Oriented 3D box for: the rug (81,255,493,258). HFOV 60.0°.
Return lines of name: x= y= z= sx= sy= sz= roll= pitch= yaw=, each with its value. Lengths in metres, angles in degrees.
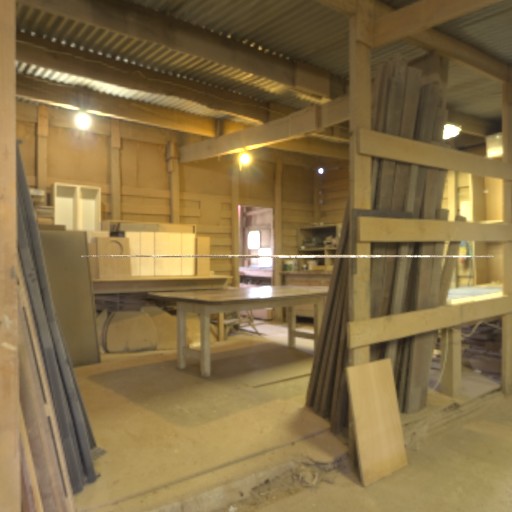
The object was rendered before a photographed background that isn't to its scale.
rug: x=0.000 y=0.000 z=4.371 sx=2.441 sy=0.020 sz=3.419 roll=0 pitch=0 yaw=-36
